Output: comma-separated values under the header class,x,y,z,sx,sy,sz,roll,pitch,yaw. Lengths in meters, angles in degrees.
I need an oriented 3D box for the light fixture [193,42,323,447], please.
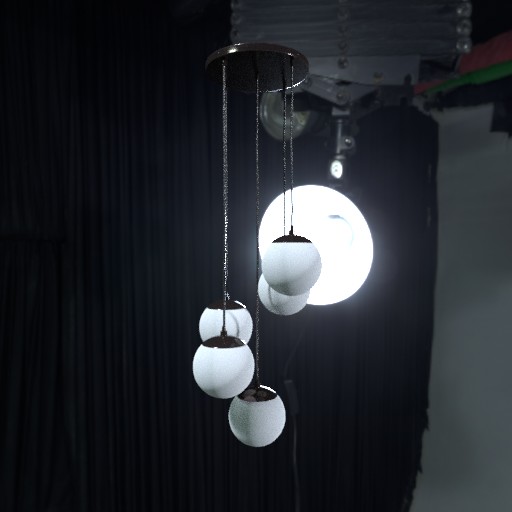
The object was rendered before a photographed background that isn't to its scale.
class,x,y,z,sx,sy,sz,roll,pitch,yaw
light fixture,0.000,0.000,1.493,0.484,1.271,0.489,0,0,-37
